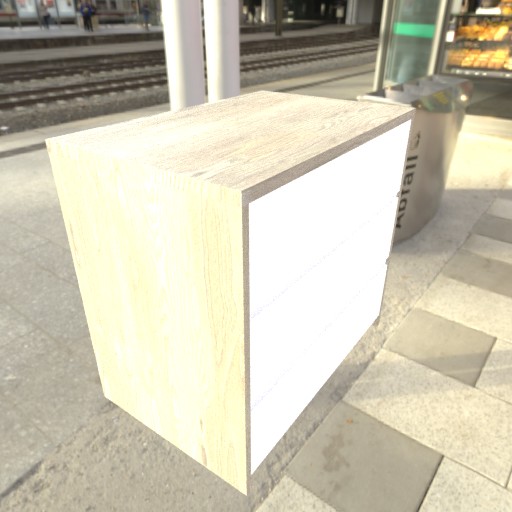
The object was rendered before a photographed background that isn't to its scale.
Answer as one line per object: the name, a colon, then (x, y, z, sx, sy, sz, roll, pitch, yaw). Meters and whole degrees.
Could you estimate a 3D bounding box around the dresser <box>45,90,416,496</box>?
dresser: (0.000, 0.000, 1.284, 0.529, 0.762, 0.809, 19, 34, 31)
